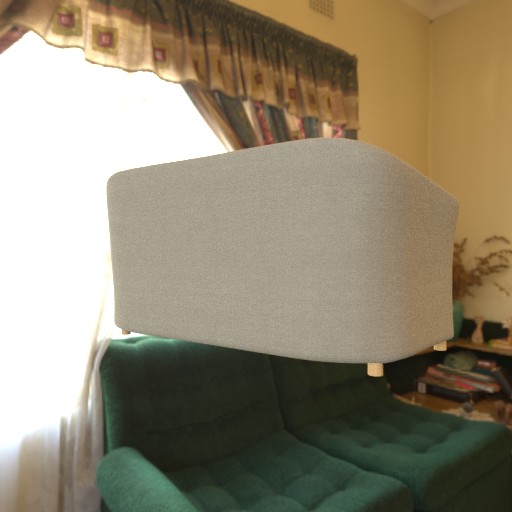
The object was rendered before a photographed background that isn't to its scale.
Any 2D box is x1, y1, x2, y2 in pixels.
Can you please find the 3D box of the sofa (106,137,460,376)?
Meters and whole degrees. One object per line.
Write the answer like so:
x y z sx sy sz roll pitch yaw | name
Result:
0.000 0.000 1.854 1.452 0.721 0.705 0 0 35 | sofa
